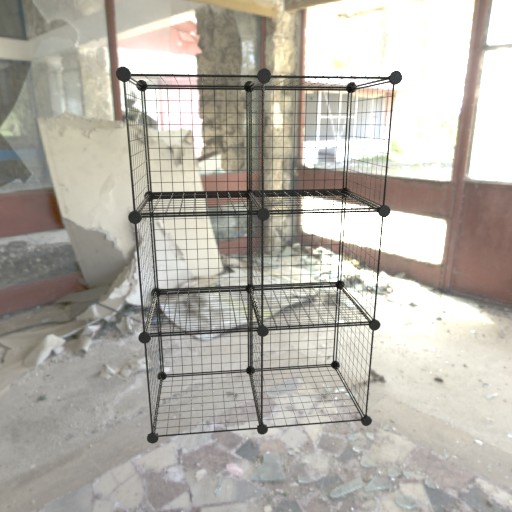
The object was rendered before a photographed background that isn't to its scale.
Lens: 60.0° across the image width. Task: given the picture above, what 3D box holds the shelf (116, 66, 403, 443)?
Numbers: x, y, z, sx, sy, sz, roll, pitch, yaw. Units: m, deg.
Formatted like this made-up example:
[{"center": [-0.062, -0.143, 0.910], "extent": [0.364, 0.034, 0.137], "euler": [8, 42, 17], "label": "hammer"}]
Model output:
[{"center": [0.000, 0.000, 1.409], "extent": [0.711, 1.067, 0.356], "euler": [-2, 17, -7], "label": "shelf"}]
